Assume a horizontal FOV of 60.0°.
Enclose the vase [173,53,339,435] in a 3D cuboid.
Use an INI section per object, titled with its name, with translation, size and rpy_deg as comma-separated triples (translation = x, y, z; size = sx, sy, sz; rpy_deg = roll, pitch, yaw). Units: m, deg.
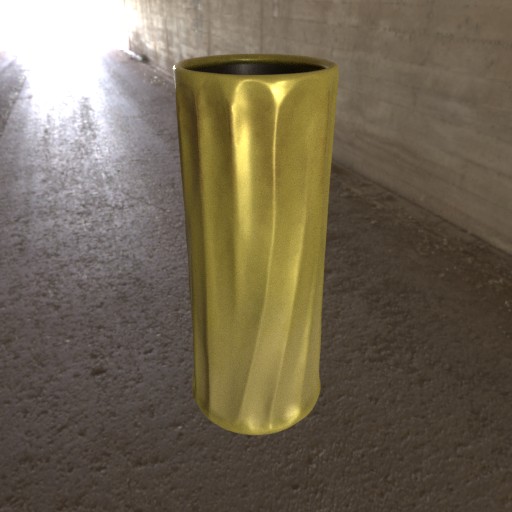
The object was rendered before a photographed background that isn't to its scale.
[vase]
translation = 0.000, 0.000, 0.177
size = 0.061, 0.143, 0.061
rpy_deg = 0, 31, 0
